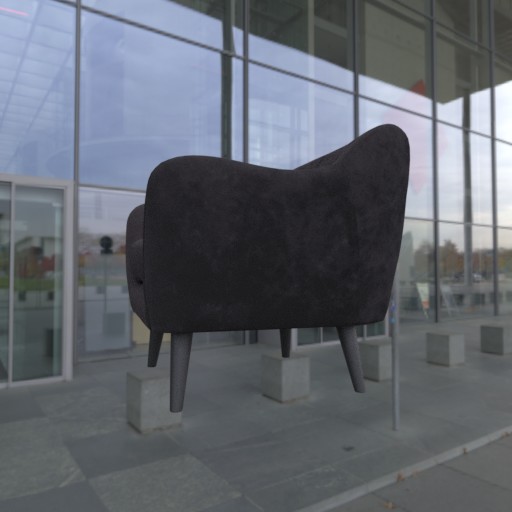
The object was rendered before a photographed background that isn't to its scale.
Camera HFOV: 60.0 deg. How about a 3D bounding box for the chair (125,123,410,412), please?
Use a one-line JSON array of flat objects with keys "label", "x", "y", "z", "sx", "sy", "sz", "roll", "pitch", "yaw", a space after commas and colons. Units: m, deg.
[{"label": "chair", "x": 0.000, "y": 0.000, "z": 1.496, "sx": 0.819, "sy": 0.807, "sz": 0.840, "roll": 1, "pitch": -2, "yaw": -19}]
